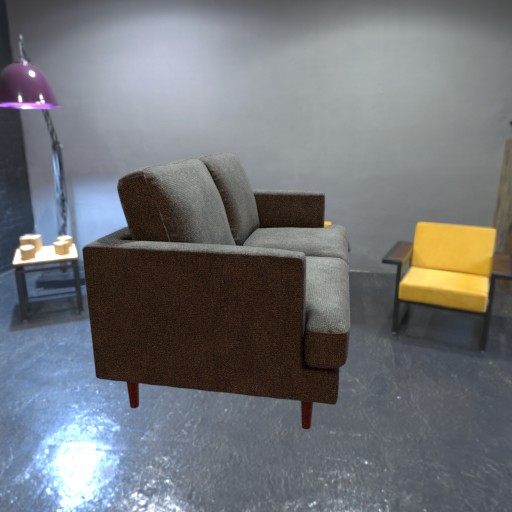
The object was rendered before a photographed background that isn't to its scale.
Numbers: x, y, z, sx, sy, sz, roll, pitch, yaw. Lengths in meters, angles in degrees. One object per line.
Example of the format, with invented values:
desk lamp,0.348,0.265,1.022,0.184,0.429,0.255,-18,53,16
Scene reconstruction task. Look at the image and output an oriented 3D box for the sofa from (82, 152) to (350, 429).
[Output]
sofa,0.000,0.000,2.189,0.903,0.956,1.582,3,16,10
